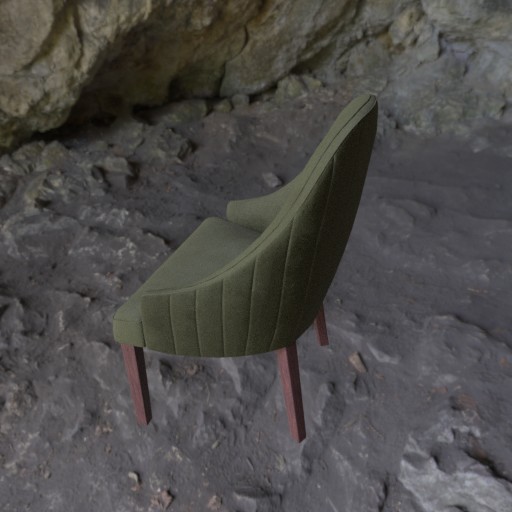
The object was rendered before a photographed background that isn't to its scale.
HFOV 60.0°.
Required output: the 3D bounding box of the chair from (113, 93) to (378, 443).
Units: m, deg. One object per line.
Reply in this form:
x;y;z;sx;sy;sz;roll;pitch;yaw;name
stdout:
0.000;0.000;1.265;0.575;0.889;0.643;8;30;15;chair
